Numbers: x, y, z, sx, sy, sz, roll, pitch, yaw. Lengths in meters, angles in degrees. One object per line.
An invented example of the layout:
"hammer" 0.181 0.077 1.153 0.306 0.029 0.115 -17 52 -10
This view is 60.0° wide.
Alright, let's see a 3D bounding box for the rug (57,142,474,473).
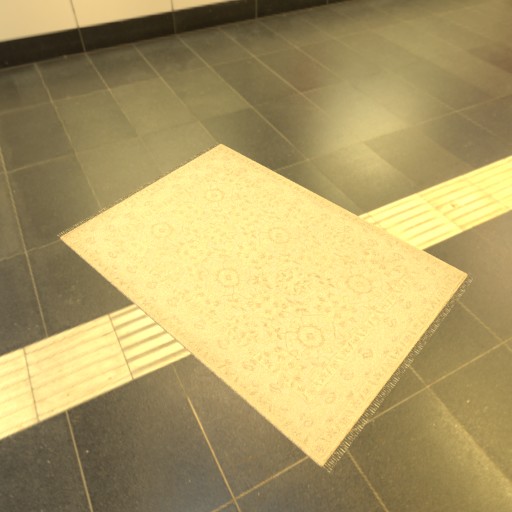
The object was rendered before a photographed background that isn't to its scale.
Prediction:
"rug" 0.000 0.000 2.839 2.233 0.011 1.514 33 55 27
